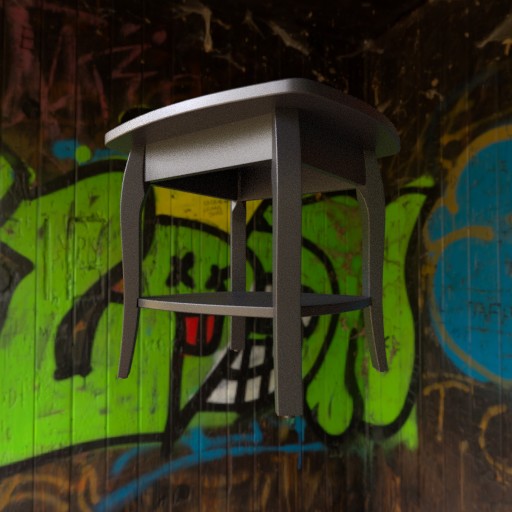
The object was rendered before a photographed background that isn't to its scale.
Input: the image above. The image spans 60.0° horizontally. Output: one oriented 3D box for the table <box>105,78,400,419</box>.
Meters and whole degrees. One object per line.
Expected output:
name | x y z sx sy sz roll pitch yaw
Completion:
table | 0.000 0.000 0.861 0.508 0.457 0.457 -1 -2 37
